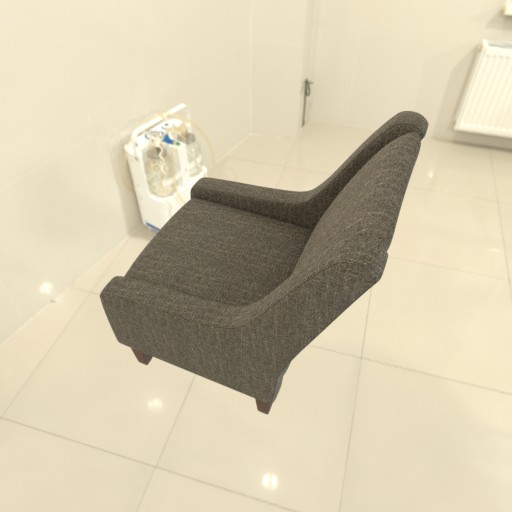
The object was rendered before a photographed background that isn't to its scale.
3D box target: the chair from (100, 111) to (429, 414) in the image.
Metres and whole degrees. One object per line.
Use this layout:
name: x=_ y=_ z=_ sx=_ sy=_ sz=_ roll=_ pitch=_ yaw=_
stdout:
chair: x=0.000 y=0.000 z=1.714 sx=0.944 sy=1.012 sz=0.793 roll=17 pitch=48 yaw=16
